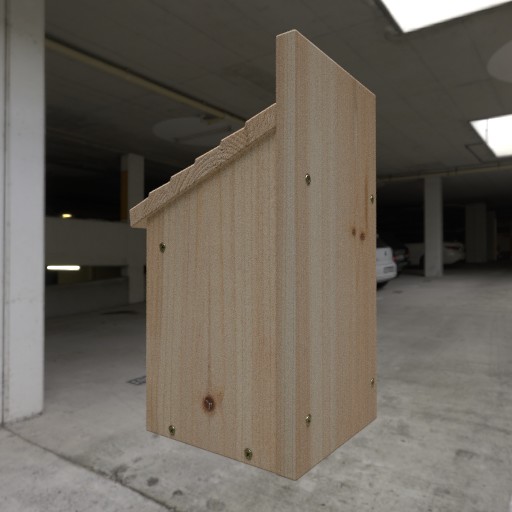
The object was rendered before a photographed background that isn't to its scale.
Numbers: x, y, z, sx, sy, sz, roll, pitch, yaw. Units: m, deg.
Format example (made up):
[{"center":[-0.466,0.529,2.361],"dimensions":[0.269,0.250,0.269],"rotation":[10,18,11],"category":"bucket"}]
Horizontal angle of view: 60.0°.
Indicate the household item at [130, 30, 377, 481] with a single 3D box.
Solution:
[{"center":[0.000,0.000,0.402],"dimensions":[0.171,0.300,0.149],"rotation":[-1,-1,36],"category":"household item"}]
